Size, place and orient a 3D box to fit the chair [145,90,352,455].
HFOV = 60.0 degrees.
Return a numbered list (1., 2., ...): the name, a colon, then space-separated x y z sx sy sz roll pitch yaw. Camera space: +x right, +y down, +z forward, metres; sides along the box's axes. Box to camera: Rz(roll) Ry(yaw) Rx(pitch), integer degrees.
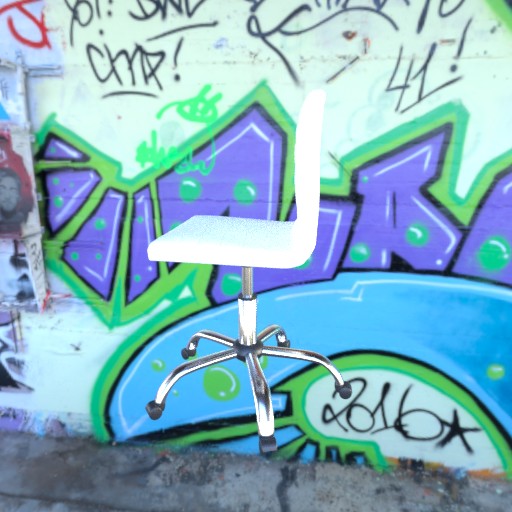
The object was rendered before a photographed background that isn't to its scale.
1. chair: 0.000 0.000 1.152 0.530 0.780 0.556 2 15 8
